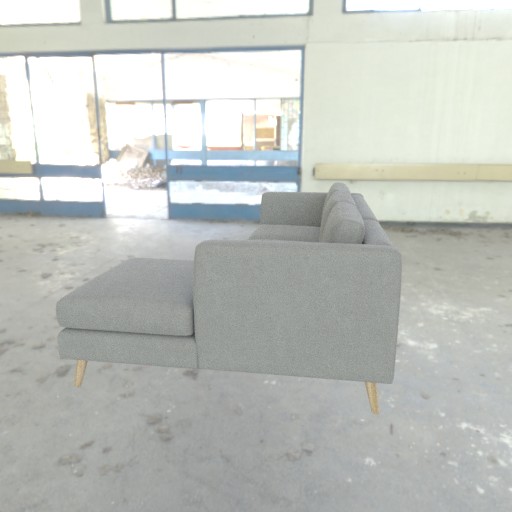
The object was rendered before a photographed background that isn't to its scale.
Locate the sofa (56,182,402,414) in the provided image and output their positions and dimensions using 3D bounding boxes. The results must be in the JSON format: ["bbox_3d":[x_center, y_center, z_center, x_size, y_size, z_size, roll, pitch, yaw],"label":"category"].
[{"bbox_3d":[0.000,0.000,3.050,1.580,0.860,2.300,2,14,9],"label":"sofa"}]
